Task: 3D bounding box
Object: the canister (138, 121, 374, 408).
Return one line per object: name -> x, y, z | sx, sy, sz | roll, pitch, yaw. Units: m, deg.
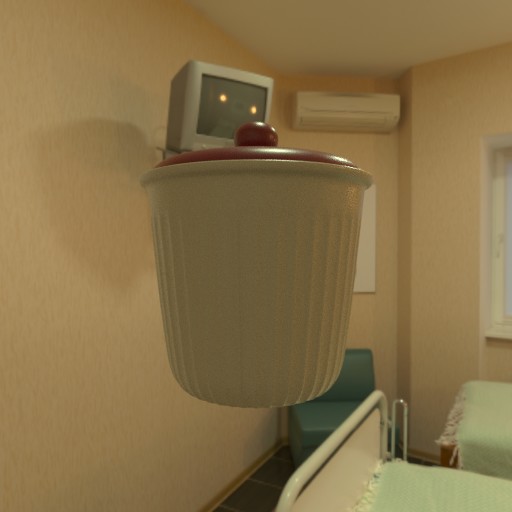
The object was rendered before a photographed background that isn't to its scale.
canister -> 0.000, 0.000, 0.354 | 0.181, 0.211, 0.181 | 0, 1, 0
